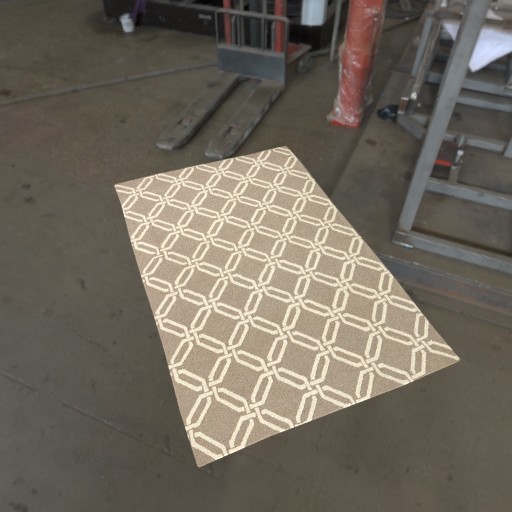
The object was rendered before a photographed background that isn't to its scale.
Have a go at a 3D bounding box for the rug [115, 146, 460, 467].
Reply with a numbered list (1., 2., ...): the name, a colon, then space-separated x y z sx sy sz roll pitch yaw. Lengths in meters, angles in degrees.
1. rug: 0.000 0.000 2.245 1.142 0.010 1.748 -16 48 -15
